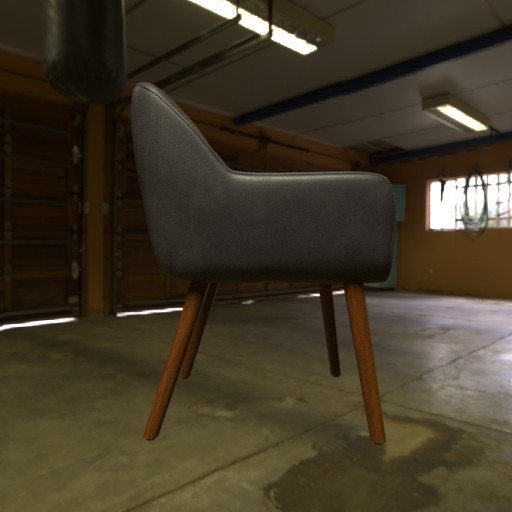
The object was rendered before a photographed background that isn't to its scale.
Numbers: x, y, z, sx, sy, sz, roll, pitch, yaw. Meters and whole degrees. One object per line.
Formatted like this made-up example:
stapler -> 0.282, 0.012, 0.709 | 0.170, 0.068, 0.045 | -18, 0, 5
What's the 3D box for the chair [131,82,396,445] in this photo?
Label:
chair -> 0.000, 0.000, 1.246 | 0.610, 0.828, 0.610 | 0, 1, 0
